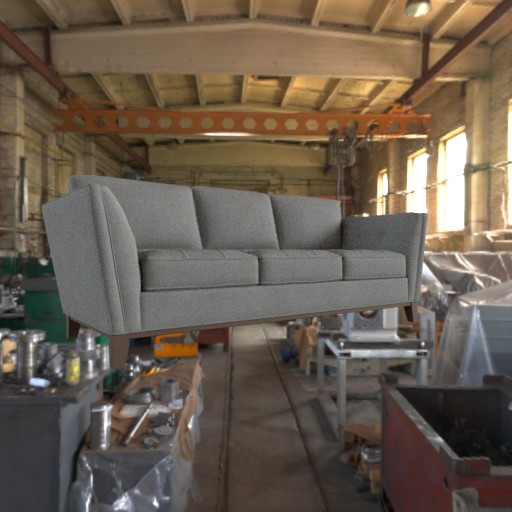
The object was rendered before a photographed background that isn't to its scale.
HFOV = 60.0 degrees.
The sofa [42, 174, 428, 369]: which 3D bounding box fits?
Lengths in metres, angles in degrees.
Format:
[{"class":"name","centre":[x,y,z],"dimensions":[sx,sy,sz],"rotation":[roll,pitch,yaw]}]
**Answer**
[{"class":"sofa","centre":[0.000,0.000,2.888],"dimensions":[2.387,0.940,0.965],"rotation":[0,1,-36]}]
